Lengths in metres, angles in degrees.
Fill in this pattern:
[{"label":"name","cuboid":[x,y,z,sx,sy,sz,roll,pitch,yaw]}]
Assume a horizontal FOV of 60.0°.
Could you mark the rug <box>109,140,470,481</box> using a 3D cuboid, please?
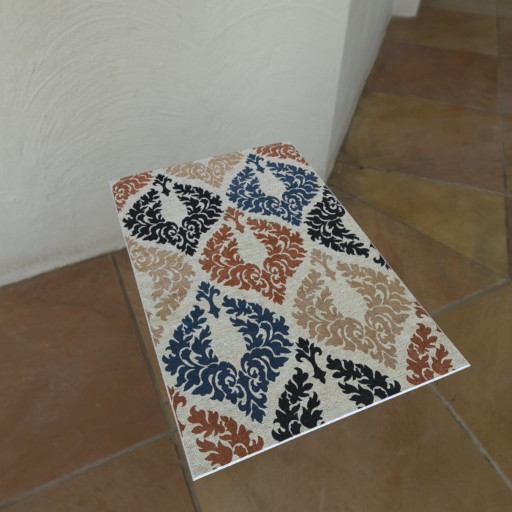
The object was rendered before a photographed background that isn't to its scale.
[{"label":"rug","cuboid":[0.000,0.000,2.842,1.514,0.014,2.275,-16,49,-15]}]
